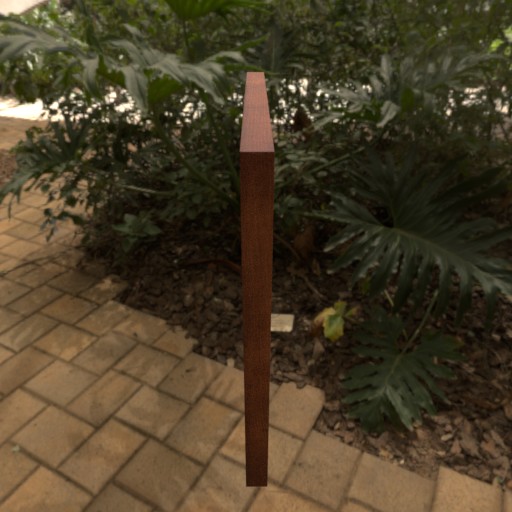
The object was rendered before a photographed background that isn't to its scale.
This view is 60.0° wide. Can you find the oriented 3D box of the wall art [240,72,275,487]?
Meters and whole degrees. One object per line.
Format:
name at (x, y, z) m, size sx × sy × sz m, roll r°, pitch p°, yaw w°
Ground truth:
wall art at (0.000, 0.000, 0.838) m, size 0.037 × 0.572 × 0.554 m, roll 0°, pitch 30°, yaw 0°
